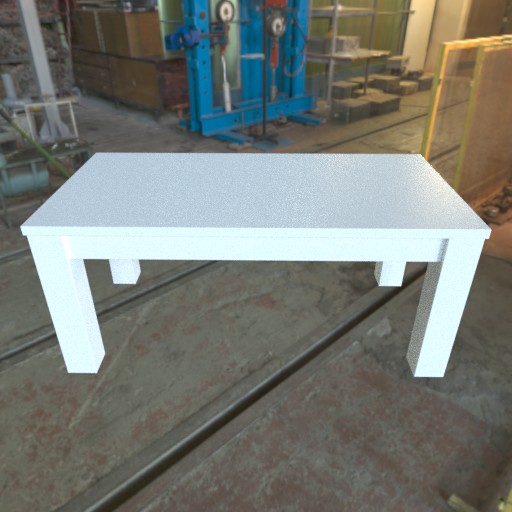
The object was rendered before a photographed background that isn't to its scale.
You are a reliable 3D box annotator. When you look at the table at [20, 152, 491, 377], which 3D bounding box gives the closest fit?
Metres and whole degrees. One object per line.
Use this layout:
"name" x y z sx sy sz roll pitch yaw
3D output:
"table" 0.000 0.000 2.279 1.800 0.790 0.900 0 31 1
